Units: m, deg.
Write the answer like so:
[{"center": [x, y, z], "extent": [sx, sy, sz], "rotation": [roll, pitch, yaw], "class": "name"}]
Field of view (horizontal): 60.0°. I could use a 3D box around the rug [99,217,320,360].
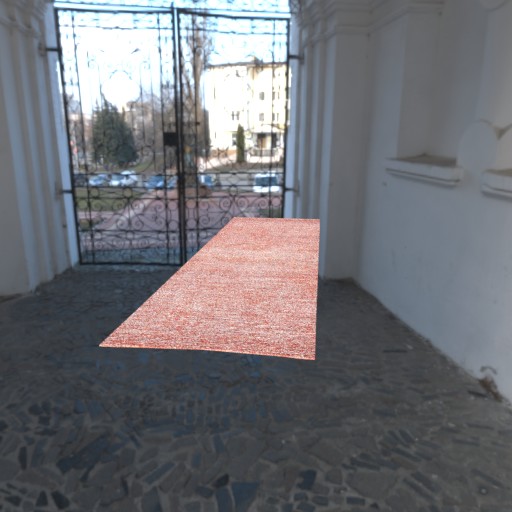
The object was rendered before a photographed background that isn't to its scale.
[{"center": [0.000, 0.000, 2.553], "extent": [0.718, 0.013, 2.353], "rotation": [2, 16, 8], "class": "rug"}]
